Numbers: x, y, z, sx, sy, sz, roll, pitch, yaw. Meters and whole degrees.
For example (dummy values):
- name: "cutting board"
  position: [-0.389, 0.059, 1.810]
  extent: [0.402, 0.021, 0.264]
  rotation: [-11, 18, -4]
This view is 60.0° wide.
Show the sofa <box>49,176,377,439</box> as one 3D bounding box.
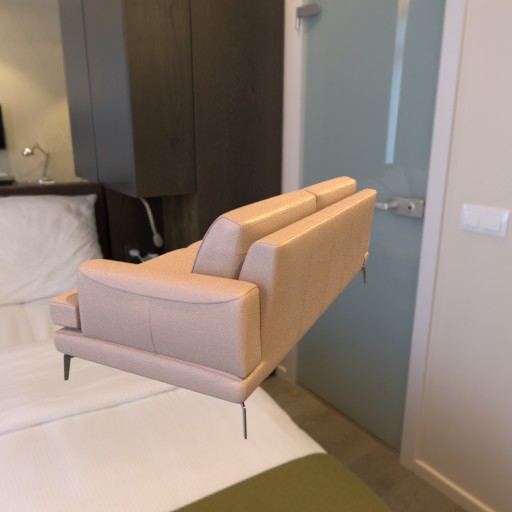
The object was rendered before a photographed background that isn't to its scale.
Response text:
- name: "sofa"
  position: [0.000, 0.000, 2.434]
  extent: [0.974, 0.765, 1.940]
  rotation: [7, 17, 25]
